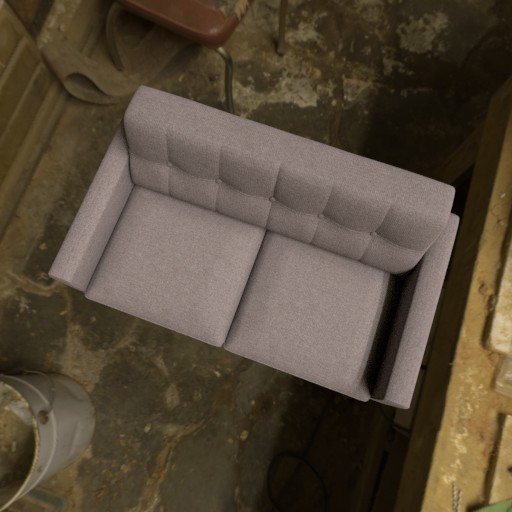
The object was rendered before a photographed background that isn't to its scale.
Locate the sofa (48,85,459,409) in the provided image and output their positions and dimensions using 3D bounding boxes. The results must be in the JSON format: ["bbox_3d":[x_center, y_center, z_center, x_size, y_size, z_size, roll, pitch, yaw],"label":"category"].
[{"bbox_3d":[0.000,0.000,2.091,1.631,0.841,0.909,19,77,5],"label":"sofa"}]
